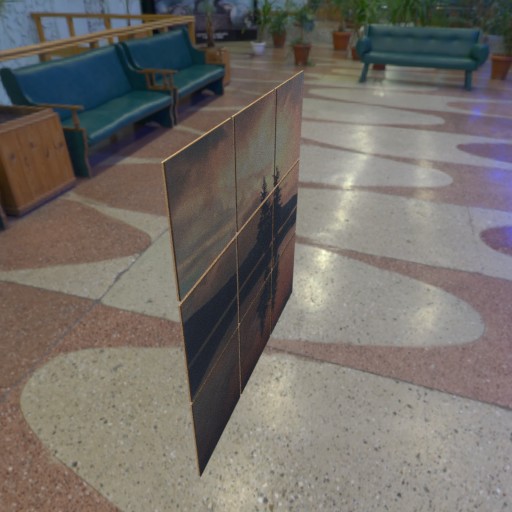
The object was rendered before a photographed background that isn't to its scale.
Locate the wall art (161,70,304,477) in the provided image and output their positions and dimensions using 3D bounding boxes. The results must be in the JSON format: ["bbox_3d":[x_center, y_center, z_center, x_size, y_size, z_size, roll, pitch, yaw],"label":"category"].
[{"bbox_3d":[0.000,0.000,2.255,0.013,1.525,1.520,11,34,17],"label":"wall art"}]
